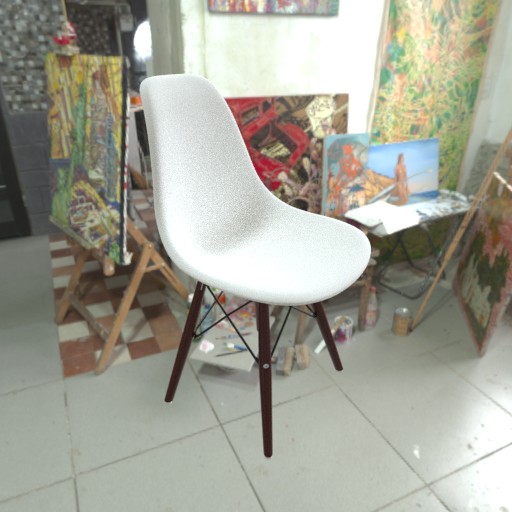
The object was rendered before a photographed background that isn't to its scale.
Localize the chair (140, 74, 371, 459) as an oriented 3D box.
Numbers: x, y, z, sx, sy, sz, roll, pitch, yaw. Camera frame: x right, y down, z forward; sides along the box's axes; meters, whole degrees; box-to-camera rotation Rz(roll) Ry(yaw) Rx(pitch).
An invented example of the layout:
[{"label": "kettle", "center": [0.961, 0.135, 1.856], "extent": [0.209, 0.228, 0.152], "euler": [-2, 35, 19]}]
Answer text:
[{"label": "chair", "center": [0.000, 0.000, 1.117], "extent": [0.533, 0.826, 0.470], "euler": [18, 31, 32]}]
